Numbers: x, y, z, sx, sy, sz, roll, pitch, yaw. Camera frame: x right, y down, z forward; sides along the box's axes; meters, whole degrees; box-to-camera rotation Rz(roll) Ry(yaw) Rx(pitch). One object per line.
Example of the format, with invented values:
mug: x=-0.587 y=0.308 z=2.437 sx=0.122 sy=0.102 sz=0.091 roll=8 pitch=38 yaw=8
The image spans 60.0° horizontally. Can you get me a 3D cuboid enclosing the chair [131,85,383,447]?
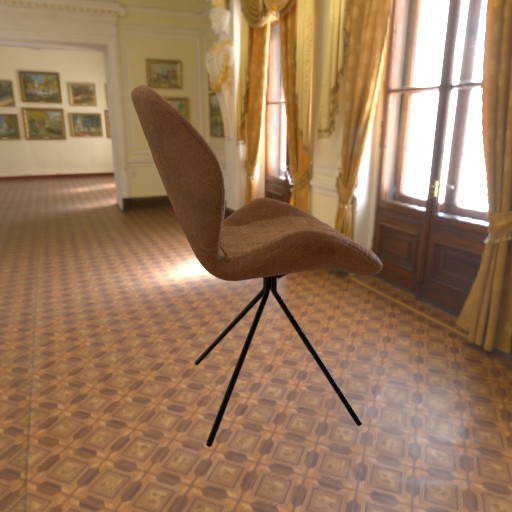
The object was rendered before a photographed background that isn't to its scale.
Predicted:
chair: x=0.000 y=0.000 z=1.302 sx=0.640 sy=0.929 sz=0.527 roll=-3 pitch=17 yaw=-11
